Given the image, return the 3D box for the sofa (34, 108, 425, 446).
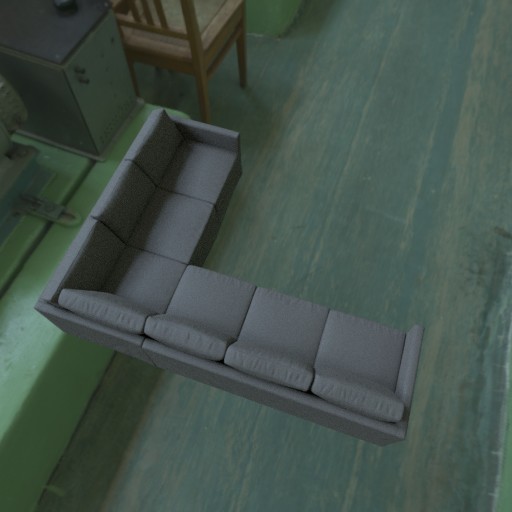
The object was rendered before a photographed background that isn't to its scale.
[{"bbox_3d":[0.000,0.000,4.247,3.182,0.871,2.432,17,64,9],"label":"sofa"}]
